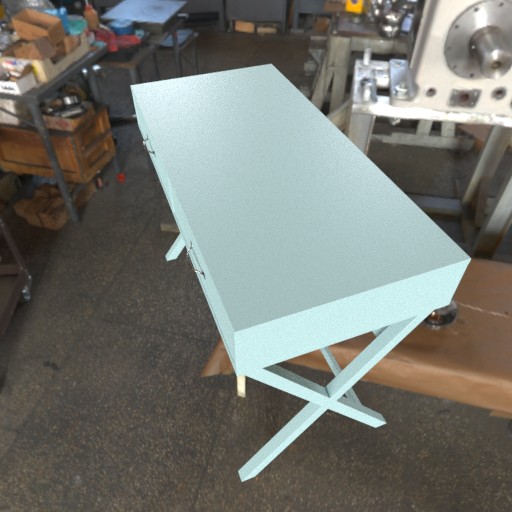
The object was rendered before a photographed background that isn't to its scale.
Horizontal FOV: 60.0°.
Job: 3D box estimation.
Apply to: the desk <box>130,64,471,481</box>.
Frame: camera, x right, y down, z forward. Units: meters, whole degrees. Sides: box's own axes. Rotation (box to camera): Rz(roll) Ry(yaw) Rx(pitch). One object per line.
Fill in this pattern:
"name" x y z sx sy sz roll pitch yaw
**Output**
"desk" 0.000 0.000 1.451 0.525 0.780 1.057 -15 47 -15
